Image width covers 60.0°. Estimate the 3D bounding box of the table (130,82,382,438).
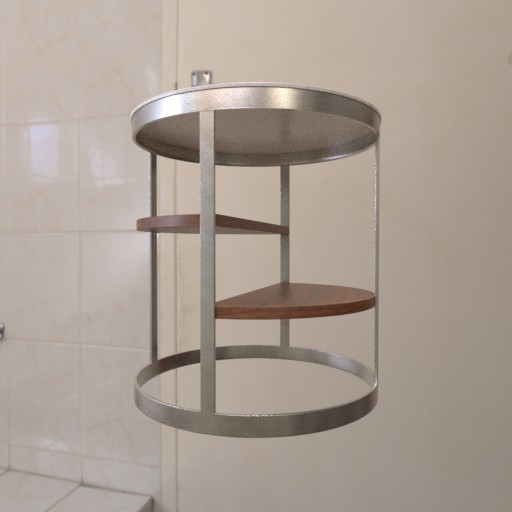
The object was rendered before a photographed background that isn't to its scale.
[{"bbox_3d":[0.000,0.000,0.751,0.407,0.447,0.407,0,1,0],"label":"table"}]
